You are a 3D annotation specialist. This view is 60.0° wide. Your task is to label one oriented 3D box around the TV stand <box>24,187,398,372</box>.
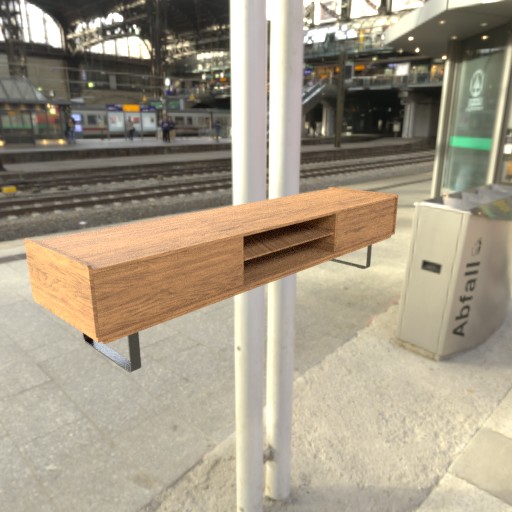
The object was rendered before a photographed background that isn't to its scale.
[{"bbox_3d":[0.000,0.000,2.031,0.467,0.415,1.796,15,22,41],"label":"TV stand"}]
